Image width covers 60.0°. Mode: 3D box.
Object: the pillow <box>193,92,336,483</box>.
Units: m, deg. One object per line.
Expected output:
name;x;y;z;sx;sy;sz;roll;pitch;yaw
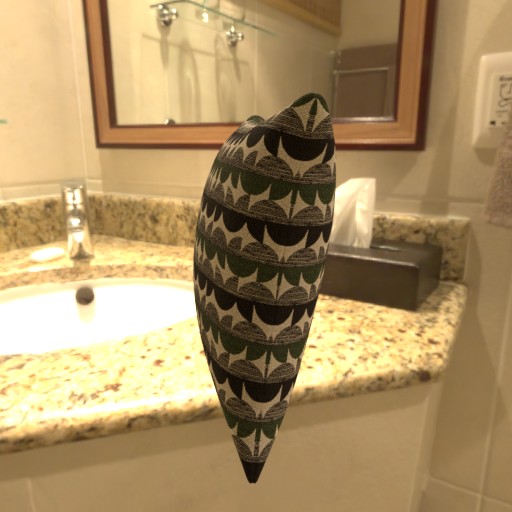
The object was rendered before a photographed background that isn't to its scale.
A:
pillow;0.000;0.000;0.633;0.180;0.404;0.419;-2;15;-7
